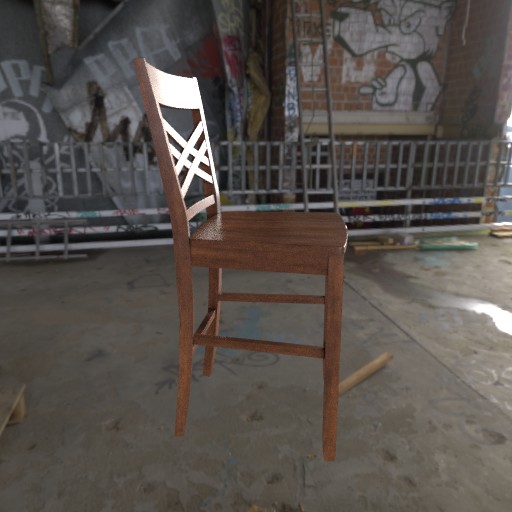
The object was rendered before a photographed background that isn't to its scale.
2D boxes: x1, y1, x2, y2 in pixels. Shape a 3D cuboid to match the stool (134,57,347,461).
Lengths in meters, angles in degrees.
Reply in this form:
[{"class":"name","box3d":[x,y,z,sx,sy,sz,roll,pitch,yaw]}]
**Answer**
[{"class":"stool","box3d":[0.000,0.000,1.368,0.539,1.079,0.462,2,16,8]}]
